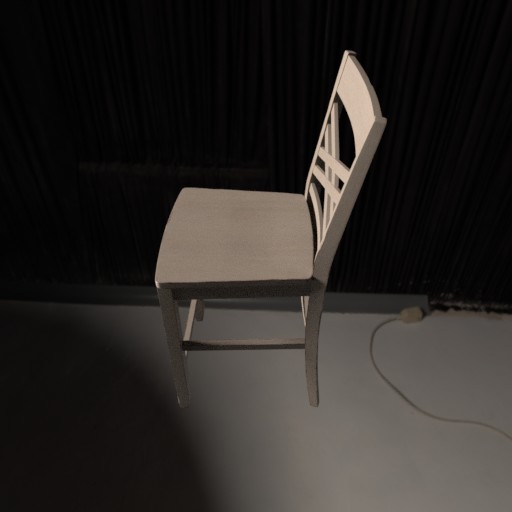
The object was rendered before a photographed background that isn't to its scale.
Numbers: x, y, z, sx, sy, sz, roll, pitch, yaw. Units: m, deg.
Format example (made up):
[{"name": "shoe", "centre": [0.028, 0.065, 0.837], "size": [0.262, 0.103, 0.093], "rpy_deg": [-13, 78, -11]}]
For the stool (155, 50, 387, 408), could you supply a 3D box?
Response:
[{"name": "stool", "centre": [0.000, 0.000, 1.371], "size": [0.539, 1.079, 0.462], "rpy_deg": [1, 40, 1]}]
